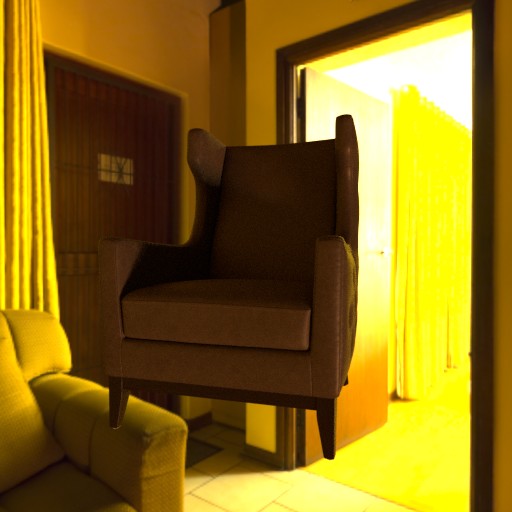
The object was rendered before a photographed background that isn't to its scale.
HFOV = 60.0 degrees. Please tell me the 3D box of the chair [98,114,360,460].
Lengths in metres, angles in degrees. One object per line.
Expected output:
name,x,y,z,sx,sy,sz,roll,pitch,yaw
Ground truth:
chair,0.000,0.000,1.665,0.769,1.079,0.899,0,1,18
